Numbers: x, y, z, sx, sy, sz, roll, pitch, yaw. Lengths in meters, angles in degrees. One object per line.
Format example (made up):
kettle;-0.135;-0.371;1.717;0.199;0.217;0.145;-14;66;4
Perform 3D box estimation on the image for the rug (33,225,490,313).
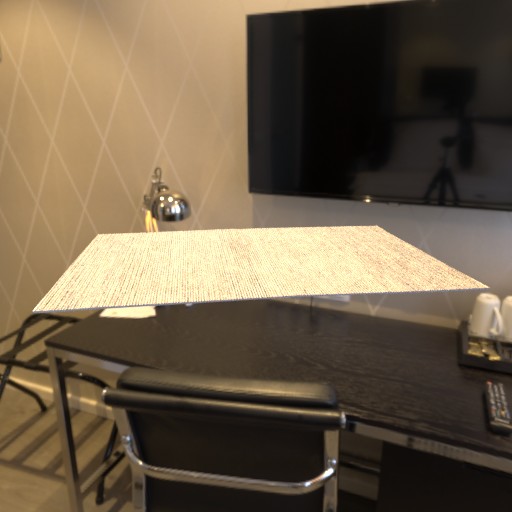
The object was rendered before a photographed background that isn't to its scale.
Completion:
rug;0.000;0.000;2.235;1.773;0.021;1.149;-2;17;-7
